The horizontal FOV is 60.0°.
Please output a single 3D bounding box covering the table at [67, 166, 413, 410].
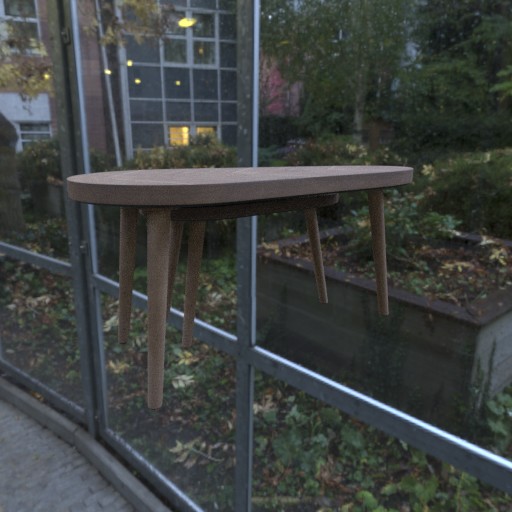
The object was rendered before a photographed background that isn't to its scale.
[{"bbox_3d":[0.000,0.000,1.566,1.190,0.595,0.701,-7,17,-26],"label":"table"}]
